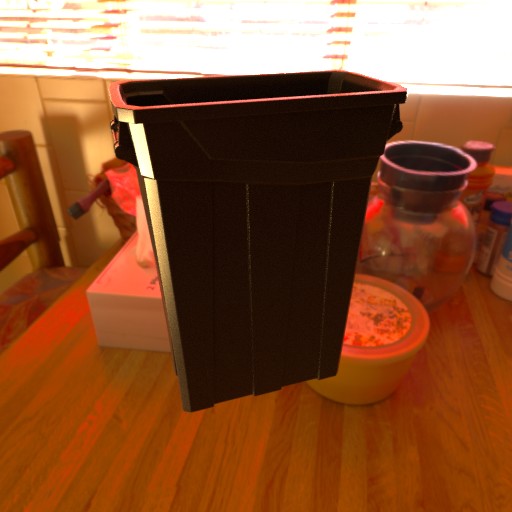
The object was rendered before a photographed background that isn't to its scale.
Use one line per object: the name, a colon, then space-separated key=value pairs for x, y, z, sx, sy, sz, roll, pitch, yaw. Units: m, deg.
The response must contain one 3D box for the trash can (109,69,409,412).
trash can: x=0.000 y=0.000 z=1.046 sx=0.559 sy=0.762 sz=0.281 roll=-9 pitch=32 yaw=-15
